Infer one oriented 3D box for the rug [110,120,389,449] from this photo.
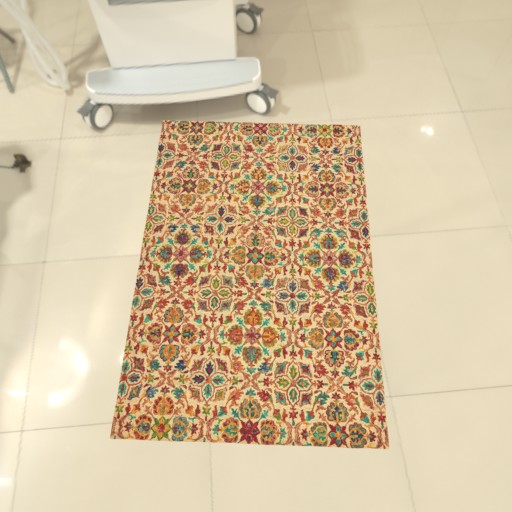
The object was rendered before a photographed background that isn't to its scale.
[{"bbox_3d":[0.000,0.000,2.344,1.226,0.013,1.838,2,64,1],"label":"rug"}]
